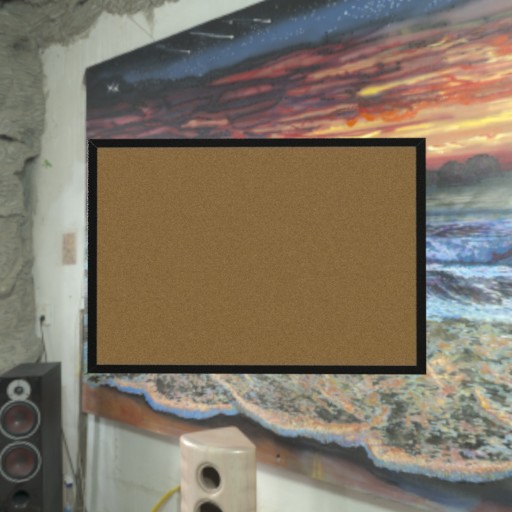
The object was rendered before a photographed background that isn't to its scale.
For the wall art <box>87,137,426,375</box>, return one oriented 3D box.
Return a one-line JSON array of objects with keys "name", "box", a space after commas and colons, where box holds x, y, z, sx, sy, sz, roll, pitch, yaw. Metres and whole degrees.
[{"name": "wall art", "box": [0.000, 0.000, 0.581, 0.440, 0.306, 0.013, 0, 0, 1]}]
